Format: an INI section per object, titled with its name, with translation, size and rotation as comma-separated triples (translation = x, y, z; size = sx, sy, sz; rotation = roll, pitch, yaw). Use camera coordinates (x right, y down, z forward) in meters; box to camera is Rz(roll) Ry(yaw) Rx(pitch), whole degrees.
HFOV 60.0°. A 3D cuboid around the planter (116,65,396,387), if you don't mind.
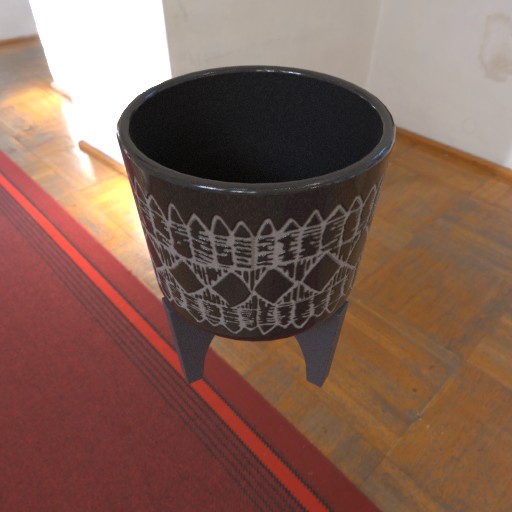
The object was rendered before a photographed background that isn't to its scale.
[planter]
translation = 0.000, 0.000, 0.524
size = 0.251, 0.355, 0.251
rotation = 1, 42, 1
